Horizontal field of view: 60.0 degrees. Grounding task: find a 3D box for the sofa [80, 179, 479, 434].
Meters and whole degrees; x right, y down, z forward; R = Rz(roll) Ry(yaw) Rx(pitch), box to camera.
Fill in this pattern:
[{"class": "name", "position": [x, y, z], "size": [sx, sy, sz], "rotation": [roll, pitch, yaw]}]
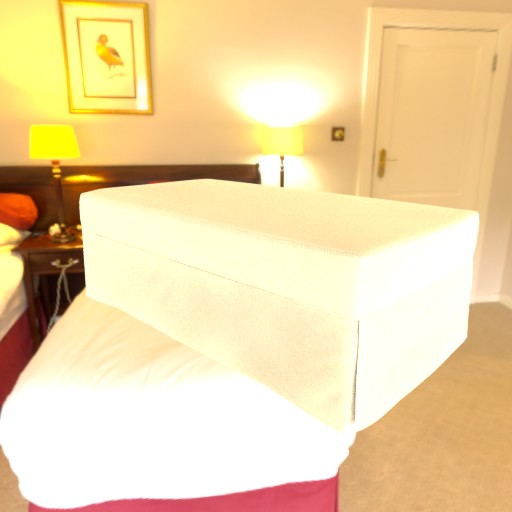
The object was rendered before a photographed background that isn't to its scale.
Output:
[{"class": "sofa", "position": [0.000, 0.000, 2.037], "size": [1.677, 0.552, 0.939], "rotation": [15, 22, 42]}]
